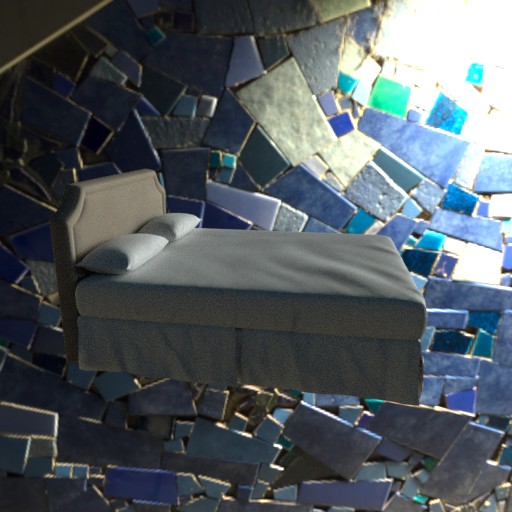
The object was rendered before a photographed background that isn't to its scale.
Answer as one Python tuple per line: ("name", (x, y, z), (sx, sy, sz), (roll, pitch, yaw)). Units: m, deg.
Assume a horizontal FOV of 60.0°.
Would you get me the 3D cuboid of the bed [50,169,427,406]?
("bed", (0.000, 0.000, 3.698), (2.498, 1.293, 1.977), (3, 16, 9))
